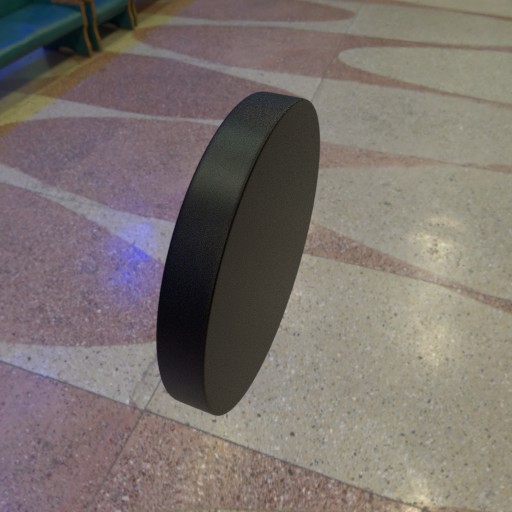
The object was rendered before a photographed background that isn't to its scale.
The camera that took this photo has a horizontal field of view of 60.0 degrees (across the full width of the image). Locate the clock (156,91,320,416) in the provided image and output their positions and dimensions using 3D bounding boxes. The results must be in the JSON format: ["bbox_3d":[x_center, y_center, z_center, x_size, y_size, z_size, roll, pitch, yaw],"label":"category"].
[{"bbox_3d":[0.000,0.000,0.453,0.040,0.314,0.314,16,48,15],"label":"clock"}]
